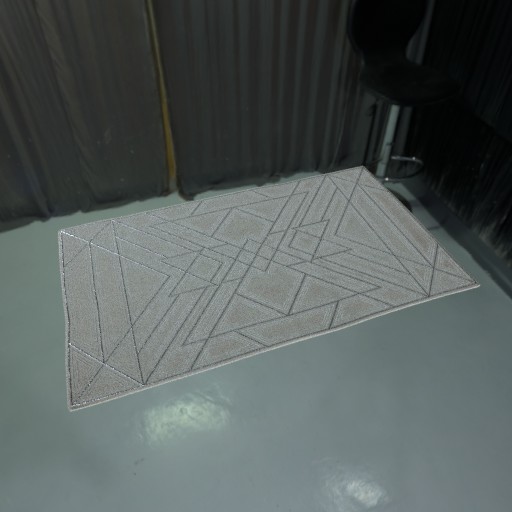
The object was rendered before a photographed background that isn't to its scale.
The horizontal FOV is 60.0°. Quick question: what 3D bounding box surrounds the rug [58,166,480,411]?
[{"bbox_3d":[0.000,0.000,1.040,0.869,0.008,0.511,-14,46,-14],"label":"rug"}]
